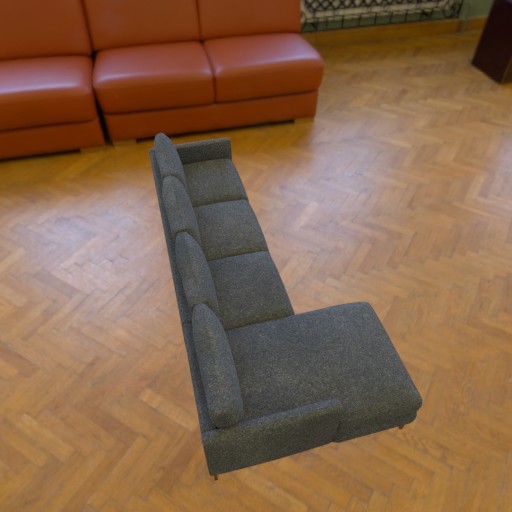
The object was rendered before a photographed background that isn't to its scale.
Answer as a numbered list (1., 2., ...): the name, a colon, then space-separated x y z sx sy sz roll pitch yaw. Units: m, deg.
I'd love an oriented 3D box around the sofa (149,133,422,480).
1. sofa: 0.000 0.000 3.518 1.350 0.810 2.932 -11 48 -10
